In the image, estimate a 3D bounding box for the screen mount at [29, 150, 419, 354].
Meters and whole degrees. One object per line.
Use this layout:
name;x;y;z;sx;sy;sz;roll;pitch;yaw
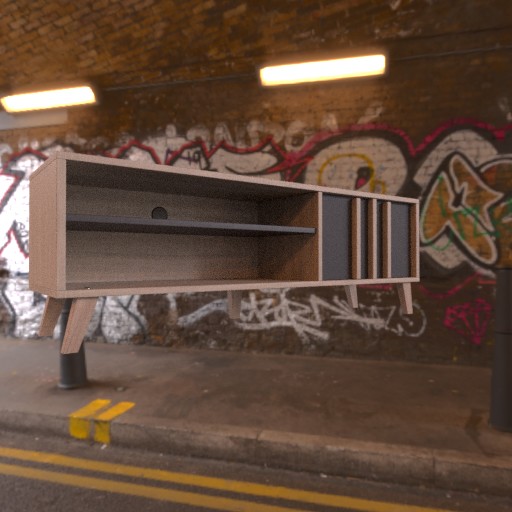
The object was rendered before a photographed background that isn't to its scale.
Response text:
screen mount;0.000;0.000;1.691;1.500;0.509;0.401;0;-1;-36
